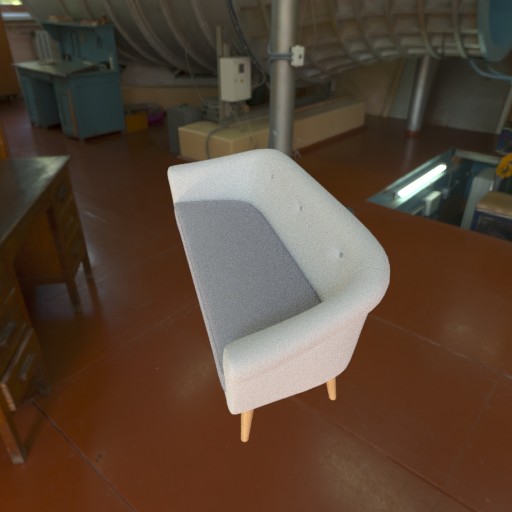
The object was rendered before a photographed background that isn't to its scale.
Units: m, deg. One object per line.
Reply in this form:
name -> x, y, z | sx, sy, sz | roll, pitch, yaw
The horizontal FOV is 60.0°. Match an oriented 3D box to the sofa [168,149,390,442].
sofa -> 0.000, 0.000, 2.598 | 0.827, 0.795, 2.160 | -8, 31, -13
